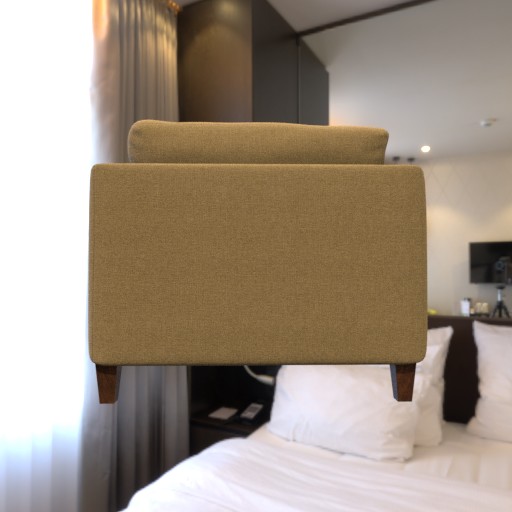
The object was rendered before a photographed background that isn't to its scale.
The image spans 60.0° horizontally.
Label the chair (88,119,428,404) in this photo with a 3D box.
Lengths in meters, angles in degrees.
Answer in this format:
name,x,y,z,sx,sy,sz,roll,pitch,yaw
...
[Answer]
name,x,y,z,sx,sy,sz,roll,pitch,yaw
chair,0.000,0.000,1.869,1.107,0.963,0.959,0,-2,-1
